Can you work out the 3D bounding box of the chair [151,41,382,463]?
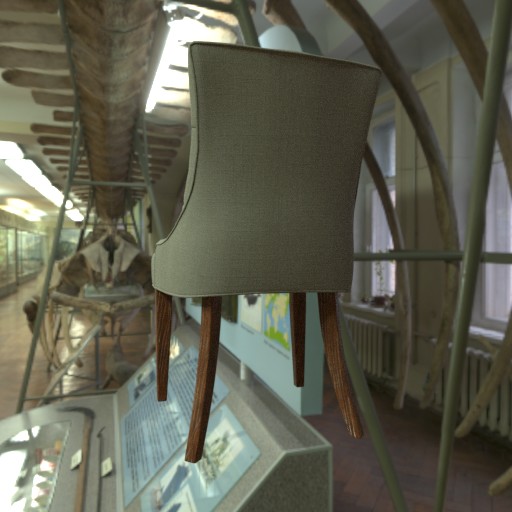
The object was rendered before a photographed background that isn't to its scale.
[{"bbox_3d":[0.000,0.000,1.182,0.509,0.874,0.565,0,1,-18],"label":"chair"}]
